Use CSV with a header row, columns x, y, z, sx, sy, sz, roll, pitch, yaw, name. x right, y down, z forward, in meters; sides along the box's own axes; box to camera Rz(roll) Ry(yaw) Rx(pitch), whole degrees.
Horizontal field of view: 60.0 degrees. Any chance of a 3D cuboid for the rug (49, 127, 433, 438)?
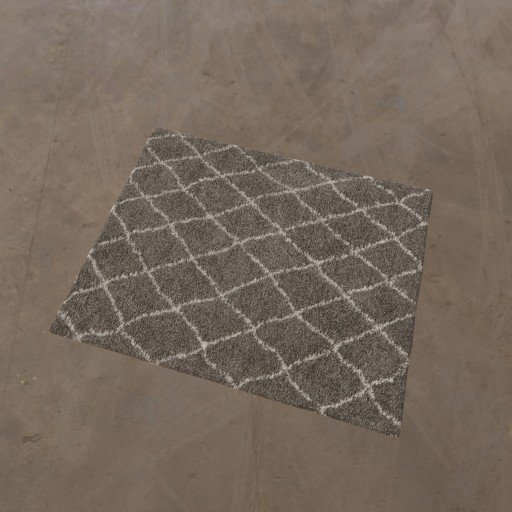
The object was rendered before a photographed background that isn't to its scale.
x,y,z,sx,sy,sz,roll,pitch,yaw,name
0.000,0.000,4.178,3.047,0.029,2.438,15,64,7,rug
